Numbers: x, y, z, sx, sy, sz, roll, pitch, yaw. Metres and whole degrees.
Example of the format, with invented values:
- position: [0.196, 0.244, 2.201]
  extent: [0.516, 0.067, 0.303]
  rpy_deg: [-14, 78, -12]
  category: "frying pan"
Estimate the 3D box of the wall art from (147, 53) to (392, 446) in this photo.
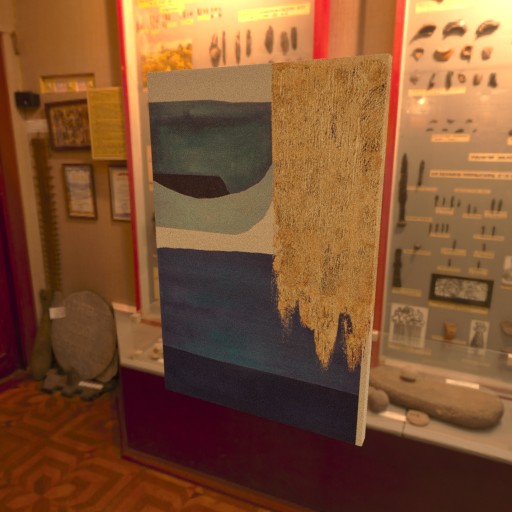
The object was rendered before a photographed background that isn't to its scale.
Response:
- position: [0.000, 0.000, 1.142]
  extent: [0.607, 0.911, 0.039]
  rpy_deg: [7, 16, 25]
  category: "wall art"
